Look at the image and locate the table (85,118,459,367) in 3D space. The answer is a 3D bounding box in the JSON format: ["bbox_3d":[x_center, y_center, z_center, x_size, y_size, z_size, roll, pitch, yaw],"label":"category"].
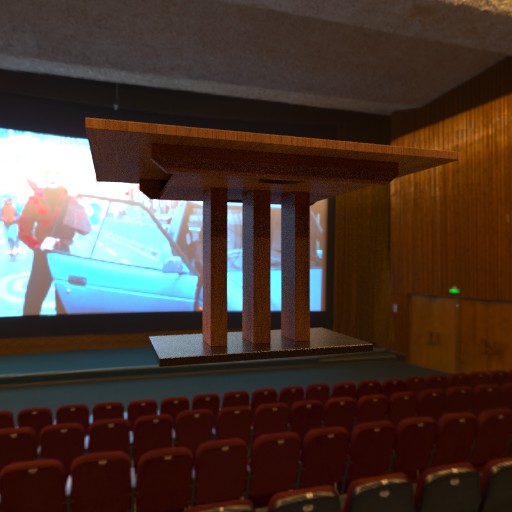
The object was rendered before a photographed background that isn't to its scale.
[{"bbox_3d":[0.000,0.000,1.873,1.300,0.770,0.900,0,-1,-18],"label":"table"}]
